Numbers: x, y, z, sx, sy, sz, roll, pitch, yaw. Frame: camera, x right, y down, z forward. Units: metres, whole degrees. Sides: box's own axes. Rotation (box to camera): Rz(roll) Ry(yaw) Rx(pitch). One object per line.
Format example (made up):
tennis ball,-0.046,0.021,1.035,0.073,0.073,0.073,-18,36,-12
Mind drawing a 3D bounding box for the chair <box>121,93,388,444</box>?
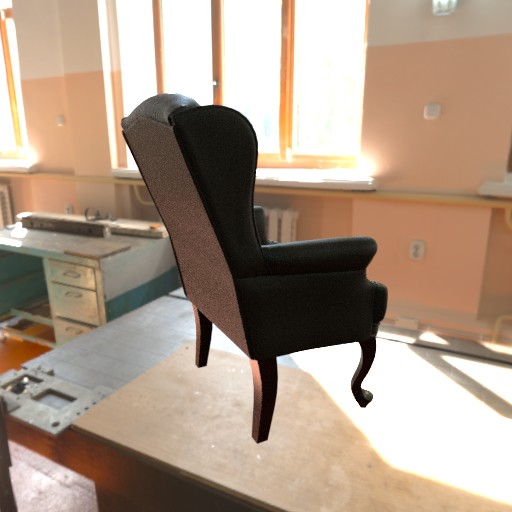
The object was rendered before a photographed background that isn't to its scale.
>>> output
chair,0.000,0.000,1.681,0.822,1.133,0.831,-8,17,-26
